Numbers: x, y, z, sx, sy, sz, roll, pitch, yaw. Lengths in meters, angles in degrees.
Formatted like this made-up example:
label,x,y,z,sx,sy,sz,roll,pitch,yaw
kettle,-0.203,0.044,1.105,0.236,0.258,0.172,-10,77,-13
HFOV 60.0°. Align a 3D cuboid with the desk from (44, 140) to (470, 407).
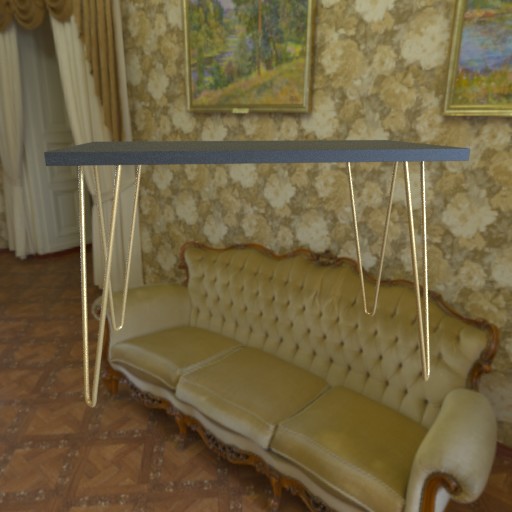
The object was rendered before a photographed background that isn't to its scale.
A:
label,x,y,z,sx,sy,sz,roll,pitch,yaw
desk,0.000,0.000,1.353,0.991,0.660,0.499,-2,17,-7
